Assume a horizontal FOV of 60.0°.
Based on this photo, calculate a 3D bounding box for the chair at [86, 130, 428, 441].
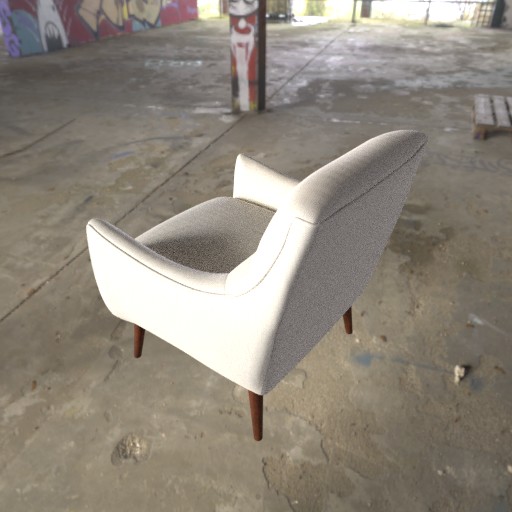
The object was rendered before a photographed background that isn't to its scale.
[{"bbox_3d":[0.000,0.000,1.440,0.787,0.838,0.762,23,39,31],"label":"chair"}]
